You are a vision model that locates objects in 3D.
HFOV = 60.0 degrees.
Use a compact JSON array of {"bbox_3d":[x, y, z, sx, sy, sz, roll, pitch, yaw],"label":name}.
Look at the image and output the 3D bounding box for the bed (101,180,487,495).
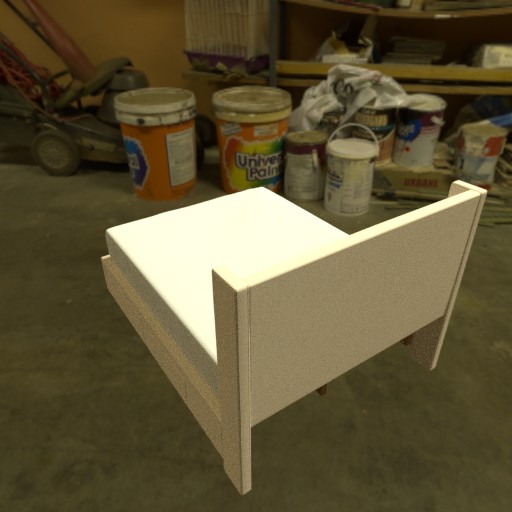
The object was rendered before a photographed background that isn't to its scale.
[{"bbox_3d":[0.000,0.000,3.373,1.765,1.471,2.280,-20,37,-29],"label":"bed"}]
